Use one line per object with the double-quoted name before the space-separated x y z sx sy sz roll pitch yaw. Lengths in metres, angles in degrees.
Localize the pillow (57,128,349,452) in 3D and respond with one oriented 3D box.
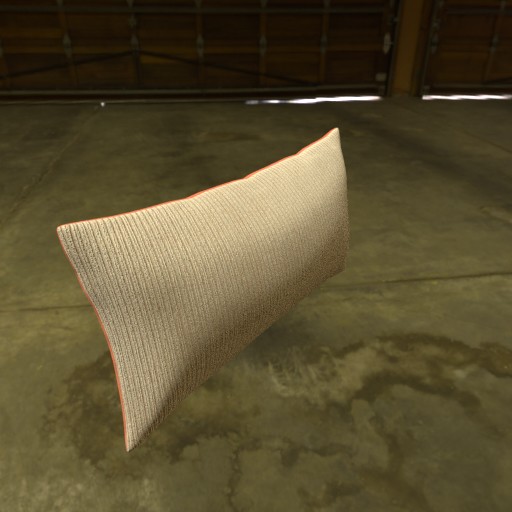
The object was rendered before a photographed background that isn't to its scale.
"pillow" 0.000 0.000 0.724 0.155 0.307 0.608 20 34 32
